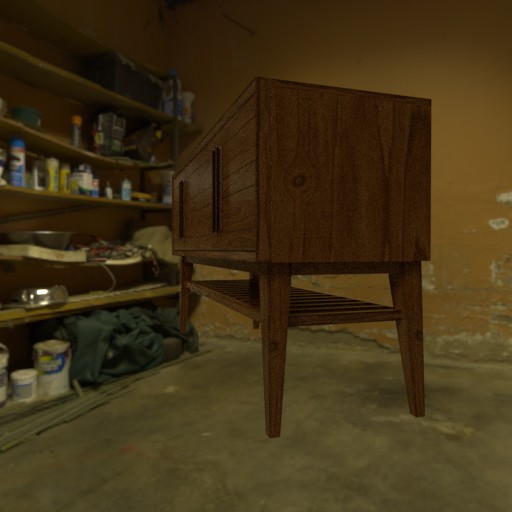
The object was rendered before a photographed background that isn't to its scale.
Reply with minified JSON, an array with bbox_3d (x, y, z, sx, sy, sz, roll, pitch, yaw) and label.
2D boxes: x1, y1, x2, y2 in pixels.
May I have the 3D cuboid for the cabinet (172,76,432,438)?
[{"bbox_3d":[0.000,0.000,1.688,0.477,0.802,1.363,0,1,-18],"label":"cabinet"}]
